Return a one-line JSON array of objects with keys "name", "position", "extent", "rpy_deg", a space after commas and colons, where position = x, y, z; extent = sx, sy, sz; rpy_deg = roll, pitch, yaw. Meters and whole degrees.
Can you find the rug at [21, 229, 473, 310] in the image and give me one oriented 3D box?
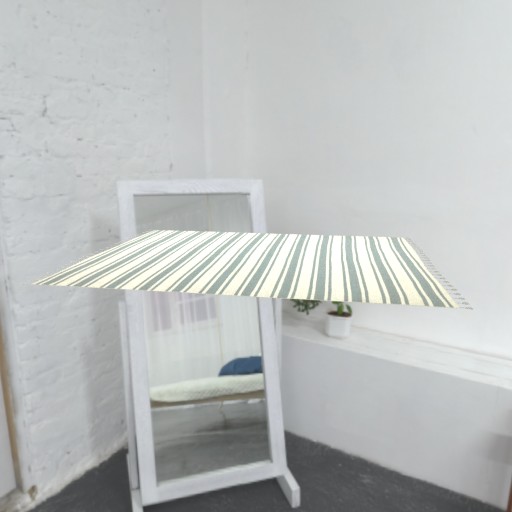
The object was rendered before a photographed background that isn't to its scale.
[{"name": "rug", "position": [0.000, 0.000, 4.191], "extent": [3.201, 0.005, 2.439], "rpy_deg": [2, 13, 10]}]
